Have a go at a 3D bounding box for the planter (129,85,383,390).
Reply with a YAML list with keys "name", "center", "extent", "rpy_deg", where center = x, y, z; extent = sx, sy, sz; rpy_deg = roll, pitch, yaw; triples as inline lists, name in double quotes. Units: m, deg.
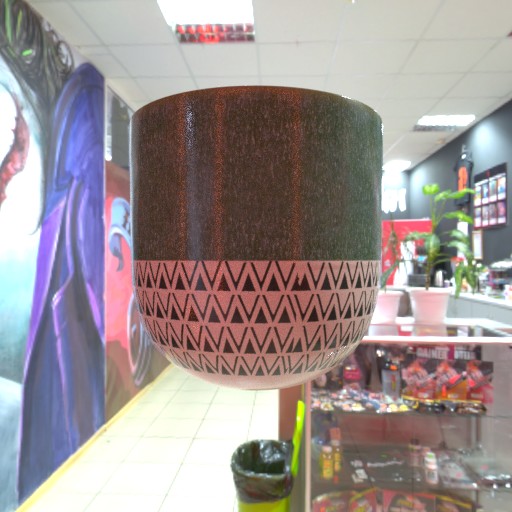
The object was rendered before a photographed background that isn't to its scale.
- name: "planter"
  center: [0.000, 0.000, 0.482]
  extent: [0.266, 0.270, 0.266]
  rpy_deg: [0, 0, 0]
